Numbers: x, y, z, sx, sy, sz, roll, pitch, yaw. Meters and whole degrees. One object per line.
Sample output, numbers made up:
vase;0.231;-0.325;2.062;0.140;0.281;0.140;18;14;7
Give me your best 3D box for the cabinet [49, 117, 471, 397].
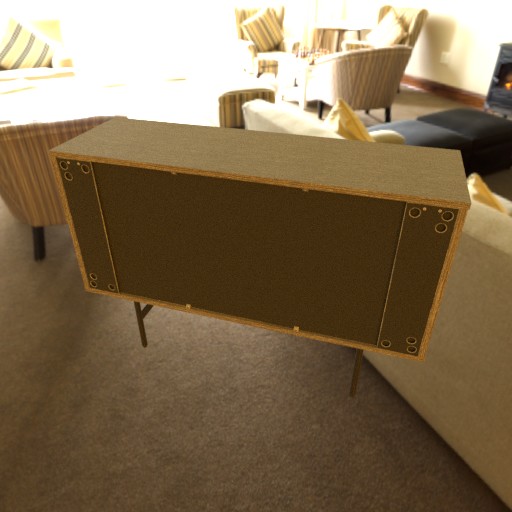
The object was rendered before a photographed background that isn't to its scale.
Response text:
cabinet;0.000;0.000;1.574;1.194;0.787;0.405;10;35;14
